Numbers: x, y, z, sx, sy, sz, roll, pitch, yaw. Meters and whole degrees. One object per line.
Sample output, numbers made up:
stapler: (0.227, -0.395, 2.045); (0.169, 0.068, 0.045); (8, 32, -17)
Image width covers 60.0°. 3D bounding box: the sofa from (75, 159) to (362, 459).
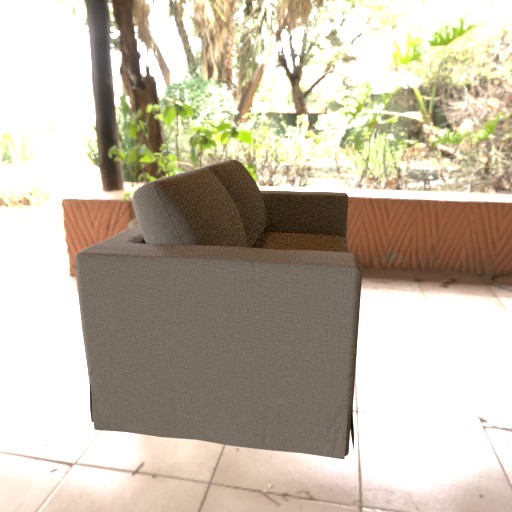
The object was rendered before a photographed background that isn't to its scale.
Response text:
sofa: (0.000, 0.000, 2.359); (1.009, 0.932, 1.813); (3, 16, 9)
